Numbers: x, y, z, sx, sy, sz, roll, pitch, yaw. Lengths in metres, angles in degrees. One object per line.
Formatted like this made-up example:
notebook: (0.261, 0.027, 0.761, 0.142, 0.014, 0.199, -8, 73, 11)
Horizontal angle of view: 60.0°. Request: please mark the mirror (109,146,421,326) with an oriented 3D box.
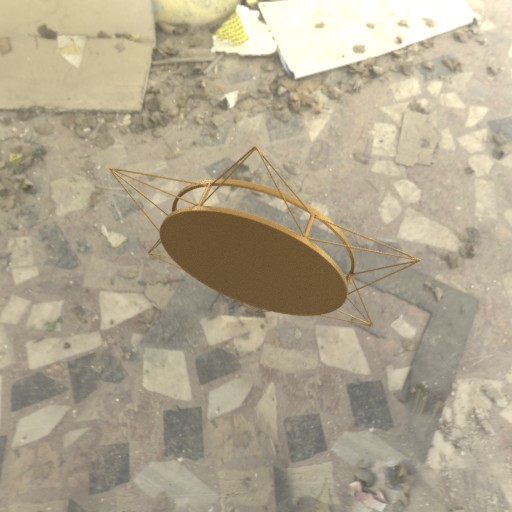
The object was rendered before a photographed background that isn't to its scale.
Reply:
mirror: (0.000, 0.000, 0.798, 0.498, 0.581, 0.062, 17, 64, 9)
